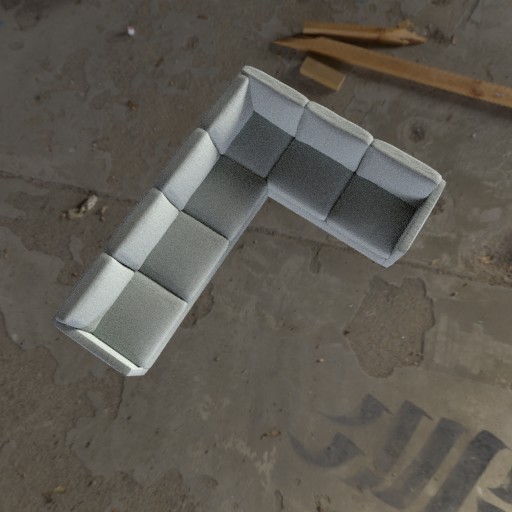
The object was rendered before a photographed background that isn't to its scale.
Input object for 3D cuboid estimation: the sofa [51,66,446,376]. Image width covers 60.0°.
[{"bbox_3d":[0.000,0.000,4.548,2.522,0.934,3.333,32,78,7],"label":"sofa"}]
